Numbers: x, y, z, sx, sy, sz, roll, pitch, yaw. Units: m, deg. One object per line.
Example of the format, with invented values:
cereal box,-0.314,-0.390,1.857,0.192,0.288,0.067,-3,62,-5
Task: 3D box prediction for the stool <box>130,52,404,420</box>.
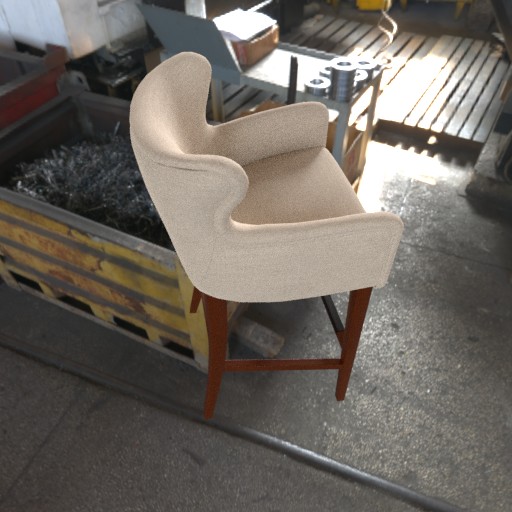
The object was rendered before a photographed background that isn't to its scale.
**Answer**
stool,0.000,0.000,1.332,0.563,1.034,0.556,-9,47,-8
